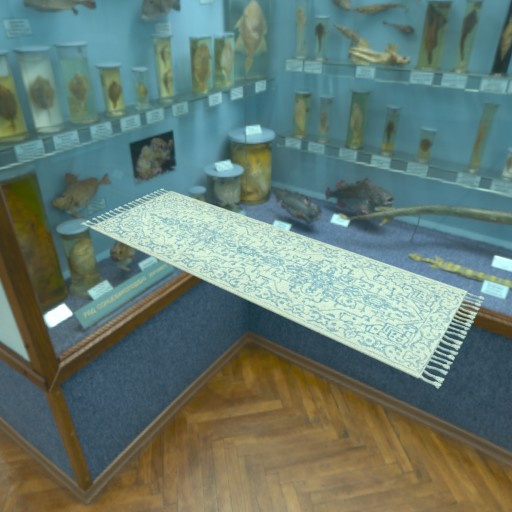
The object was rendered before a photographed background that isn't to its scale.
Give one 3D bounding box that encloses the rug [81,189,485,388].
[{"bbox_3d":[0.000,0.000,2.699,2.449,0.011,0.774,21,38,30],"label":"rug"}]
